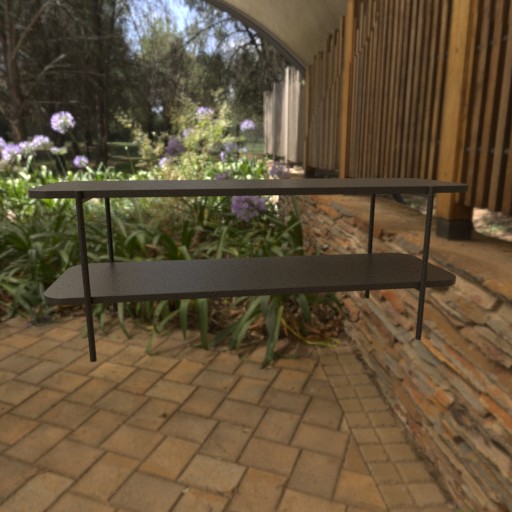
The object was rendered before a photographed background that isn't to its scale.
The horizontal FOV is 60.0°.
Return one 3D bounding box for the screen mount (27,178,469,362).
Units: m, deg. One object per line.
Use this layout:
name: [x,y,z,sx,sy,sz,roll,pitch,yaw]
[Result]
screen mount: [0.000,0.000,1.373,1.200,0.447,0.400,-2,13,-9]
